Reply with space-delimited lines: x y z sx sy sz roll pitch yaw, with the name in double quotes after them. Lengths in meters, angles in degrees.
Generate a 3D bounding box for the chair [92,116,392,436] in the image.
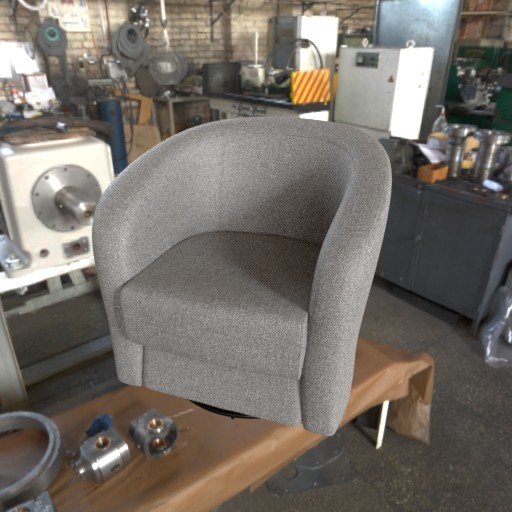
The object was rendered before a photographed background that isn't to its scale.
0.000 0.000 1.447 0.791 0.771 0.815 9 27 17 "chair"
